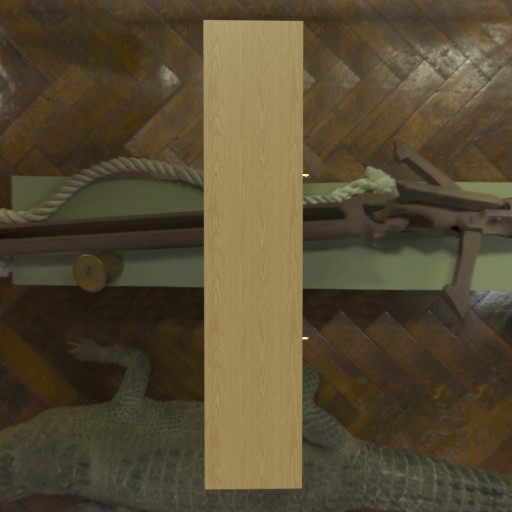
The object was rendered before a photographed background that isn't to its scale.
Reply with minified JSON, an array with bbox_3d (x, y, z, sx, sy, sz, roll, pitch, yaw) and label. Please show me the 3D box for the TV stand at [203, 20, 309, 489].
[{"bbox_3d":[0.000,0.000,1.956,0.400,0.580,1.760,0,91,-1],"label":"TV stand"}]
